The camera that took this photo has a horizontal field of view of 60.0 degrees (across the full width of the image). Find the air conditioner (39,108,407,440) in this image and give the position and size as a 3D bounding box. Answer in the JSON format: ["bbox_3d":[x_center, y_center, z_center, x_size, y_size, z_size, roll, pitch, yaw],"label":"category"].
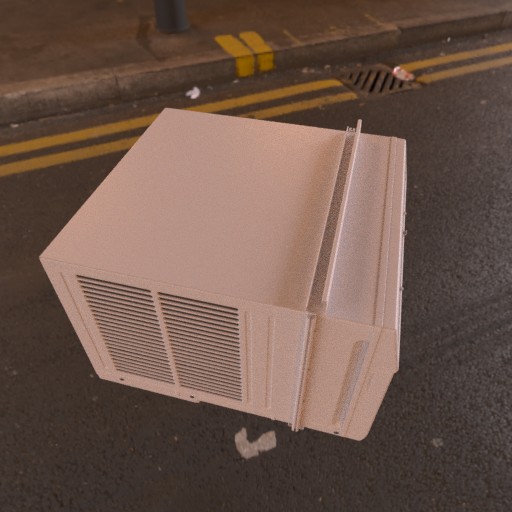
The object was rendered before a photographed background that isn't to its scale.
[{"bbox_3d":[0.000,0.000,0.889,0.546,0.388,0.503,11,46,10],"label":"air conditioner"}]
